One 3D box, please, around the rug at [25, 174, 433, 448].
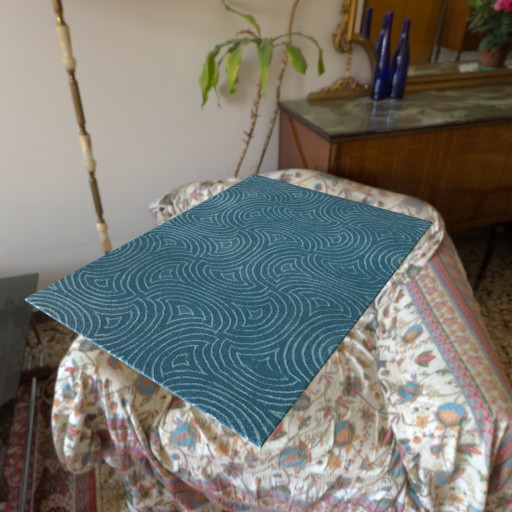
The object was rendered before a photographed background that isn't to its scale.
[{"bbox_3d":[0.000,0.000,2.756,1.543,0.015,2.144,21,38,29],"label":"rug"}]
